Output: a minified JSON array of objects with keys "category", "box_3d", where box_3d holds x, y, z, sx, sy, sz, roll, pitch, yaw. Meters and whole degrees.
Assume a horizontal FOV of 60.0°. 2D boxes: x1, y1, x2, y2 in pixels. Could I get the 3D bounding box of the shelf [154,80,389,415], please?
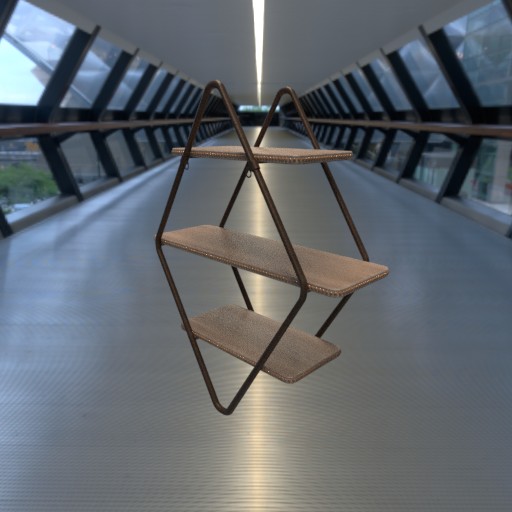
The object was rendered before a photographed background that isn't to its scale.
[{"category":"shelf","box_3d":[0.000,0.000,1.062,0.609,0.774,0.234,16,22,43]}]
